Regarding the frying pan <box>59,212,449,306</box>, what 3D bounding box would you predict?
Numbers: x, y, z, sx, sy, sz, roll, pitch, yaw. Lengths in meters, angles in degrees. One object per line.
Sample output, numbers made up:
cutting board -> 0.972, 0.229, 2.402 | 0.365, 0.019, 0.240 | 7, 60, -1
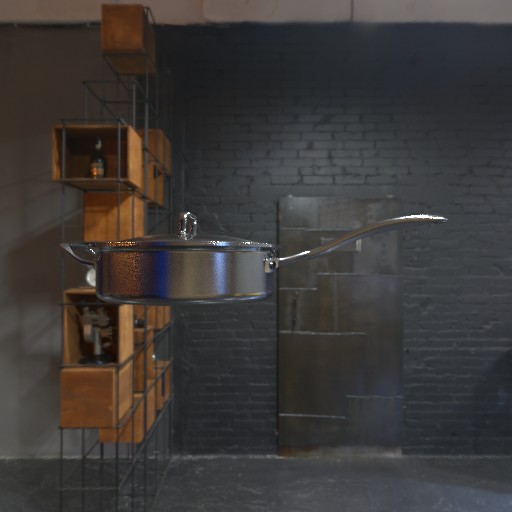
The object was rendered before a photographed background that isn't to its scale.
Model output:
frying pan -> 0.000, 0.000, 0.576 | 0.492, 0.111, 0.245 | 0, -1, 2
